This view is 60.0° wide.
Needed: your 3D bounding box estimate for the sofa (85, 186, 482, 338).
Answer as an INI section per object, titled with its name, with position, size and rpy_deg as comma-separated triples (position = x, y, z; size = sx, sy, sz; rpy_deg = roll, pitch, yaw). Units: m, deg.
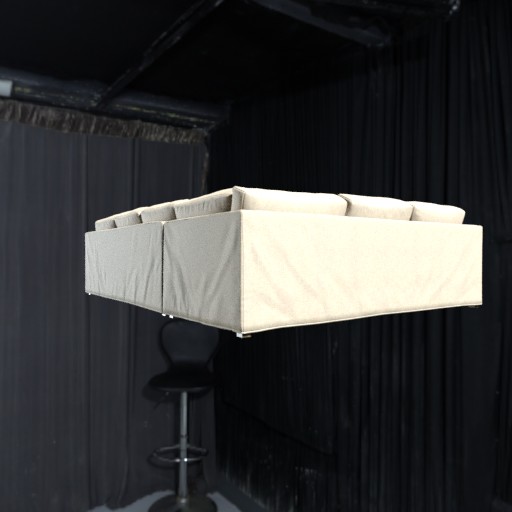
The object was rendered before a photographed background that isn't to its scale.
[sofa]
position = 0.000, 0.000, 4.315
size = 2.432, 0.871, 3.182
rpy_deg = 0, 0, -35
